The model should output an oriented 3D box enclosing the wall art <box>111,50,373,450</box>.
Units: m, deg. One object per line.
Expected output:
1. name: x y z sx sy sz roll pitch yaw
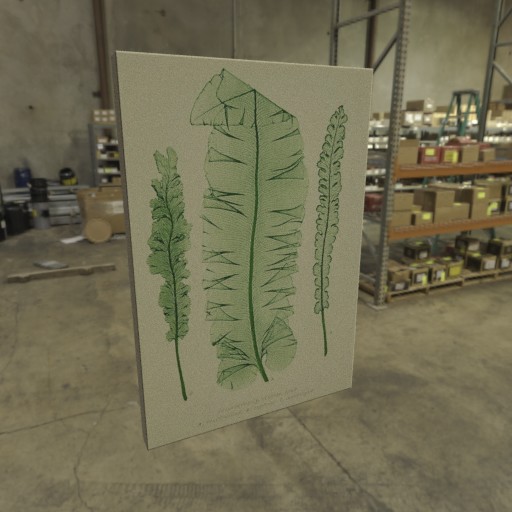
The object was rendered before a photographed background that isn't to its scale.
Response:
1. wall art: 0.000 0.000 0.754 0.418 0.608 0.038 -8 18 -25
